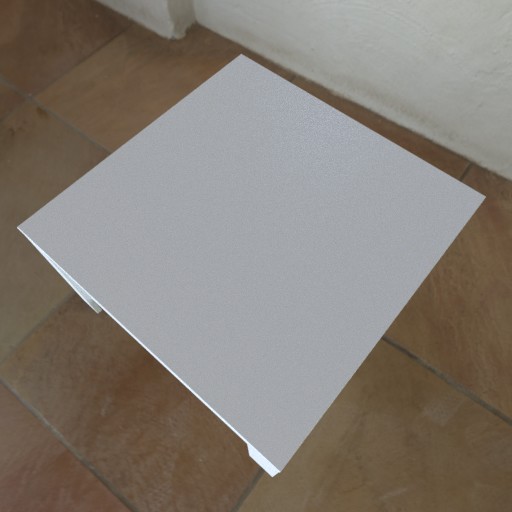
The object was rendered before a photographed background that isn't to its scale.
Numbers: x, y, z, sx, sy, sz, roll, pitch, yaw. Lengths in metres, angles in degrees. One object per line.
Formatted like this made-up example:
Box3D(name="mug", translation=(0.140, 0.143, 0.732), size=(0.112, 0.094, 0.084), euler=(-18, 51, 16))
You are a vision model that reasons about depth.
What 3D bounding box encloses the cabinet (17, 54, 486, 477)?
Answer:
Box3D(name="cabinet", translation=(0.000, 0.000, 1.268), size=(0.800, 0.460, 0.800), euler=(37, 68, 18))
